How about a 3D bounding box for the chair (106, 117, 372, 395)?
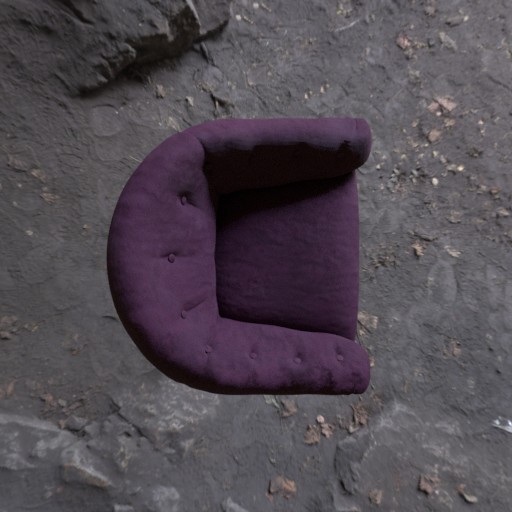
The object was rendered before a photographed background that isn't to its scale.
[{"bbox_3d":[0.000,0.000,1.532,0.776,0.885,0.851,0,91,0],"label":"chair"}]
